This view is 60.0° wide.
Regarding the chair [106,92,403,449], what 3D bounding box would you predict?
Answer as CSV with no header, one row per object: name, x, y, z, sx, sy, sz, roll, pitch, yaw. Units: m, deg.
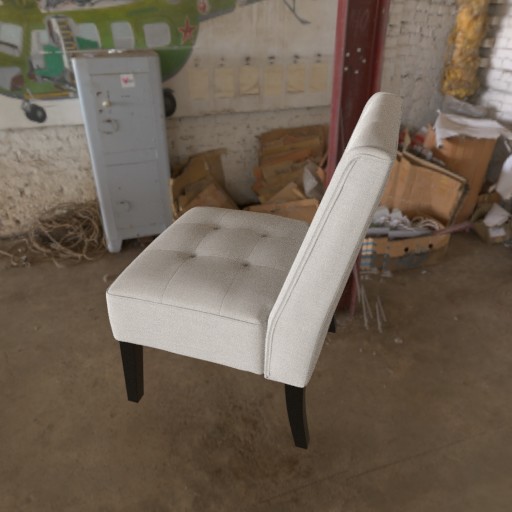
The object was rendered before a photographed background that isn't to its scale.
chair,0.000,0.000,1.281,0.676,0.853,0.569,9,32,15
